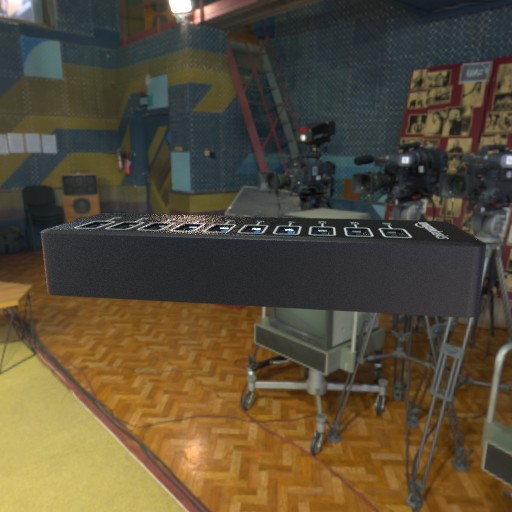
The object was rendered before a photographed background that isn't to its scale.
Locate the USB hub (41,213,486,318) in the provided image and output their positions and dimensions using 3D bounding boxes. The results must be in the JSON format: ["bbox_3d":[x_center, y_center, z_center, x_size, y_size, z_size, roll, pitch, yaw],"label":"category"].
[{"bbox_3d":[0.000,0.000,0.163,0.145,0.023,0.044,2,14,9],"label":"USB hub"}]
